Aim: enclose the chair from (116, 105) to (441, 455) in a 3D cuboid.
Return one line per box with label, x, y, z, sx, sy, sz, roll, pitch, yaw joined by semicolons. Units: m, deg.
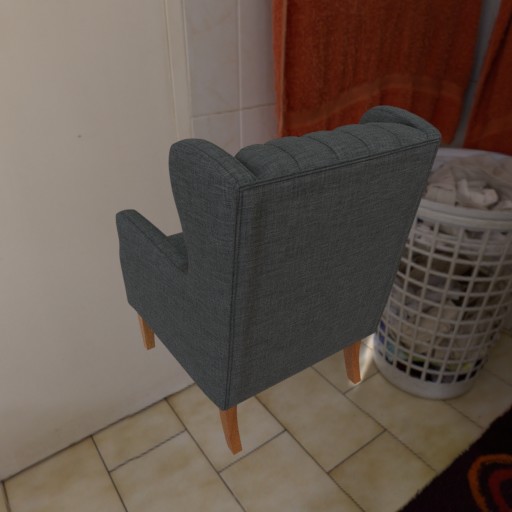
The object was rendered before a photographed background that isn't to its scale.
chair;0.000;0.000;1.453;0.711;0.953;0.775;-19;35;-29
